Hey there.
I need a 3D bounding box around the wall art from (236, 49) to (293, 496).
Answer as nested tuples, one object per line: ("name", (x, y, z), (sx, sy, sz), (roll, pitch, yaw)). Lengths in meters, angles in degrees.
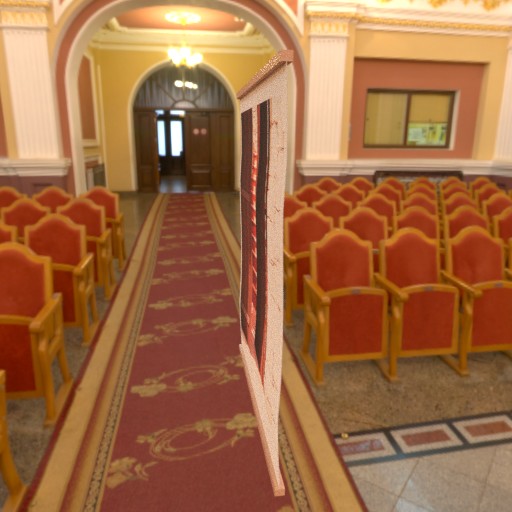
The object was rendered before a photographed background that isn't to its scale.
("wall art", (0.000, 0.000, 0.678), (0.013, 0.508, 0.406), (-2, 15, -8))
